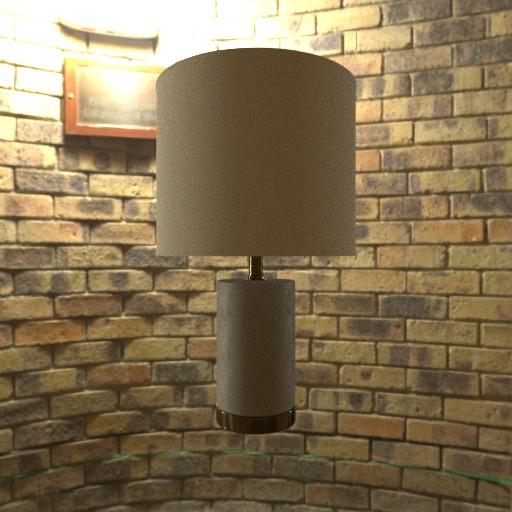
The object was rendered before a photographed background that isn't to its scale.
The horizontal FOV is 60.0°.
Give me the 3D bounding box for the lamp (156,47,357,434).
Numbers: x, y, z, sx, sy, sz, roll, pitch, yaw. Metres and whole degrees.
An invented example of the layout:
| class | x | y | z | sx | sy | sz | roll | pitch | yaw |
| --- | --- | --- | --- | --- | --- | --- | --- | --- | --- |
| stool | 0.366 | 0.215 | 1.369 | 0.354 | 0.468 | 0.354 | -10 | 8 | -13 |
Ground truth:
| class | x | y | z | sx | sy | sz | roll | pitch | yaw |
| --- | --- | --- | --- | --- | --- | --- | --- | --- | --- |
| lamp | 0.000 | 0.000 | 0.517 | 0.229 | 0.380 | 0.229 | 0 | 0 | 0 |
